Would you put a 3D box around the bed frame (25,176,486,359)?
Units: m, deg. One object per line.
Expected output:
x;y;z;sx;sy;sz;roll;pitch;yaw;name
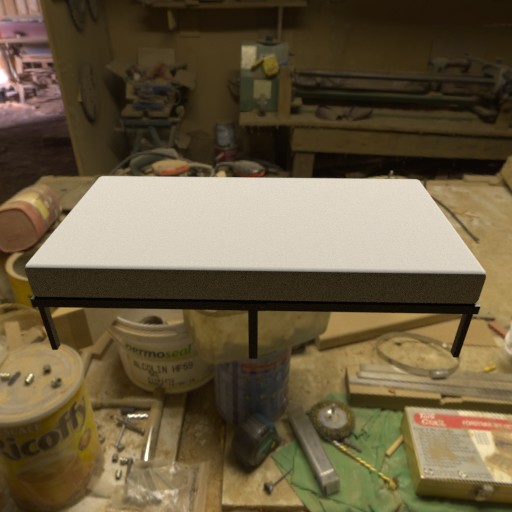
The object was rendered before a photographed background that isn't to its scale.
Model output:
0.000;0.000;3.222;2.635;0.680;1.393;1;32;1;bed frame
